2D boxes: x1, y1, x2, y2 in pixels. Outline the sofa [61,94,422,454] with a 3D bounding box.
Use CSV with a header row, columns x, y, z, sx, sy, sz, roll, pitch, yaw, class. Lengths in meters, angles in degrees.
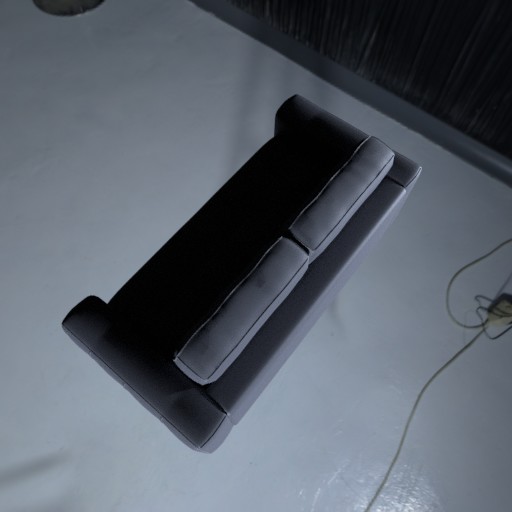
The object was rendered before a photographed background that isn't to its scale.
x,y,z,sx,sy,sz,roll,pitch,yaw,class
0.000,0.000,2.229,0.833,0.893,1.726,36,70,15,sofa
